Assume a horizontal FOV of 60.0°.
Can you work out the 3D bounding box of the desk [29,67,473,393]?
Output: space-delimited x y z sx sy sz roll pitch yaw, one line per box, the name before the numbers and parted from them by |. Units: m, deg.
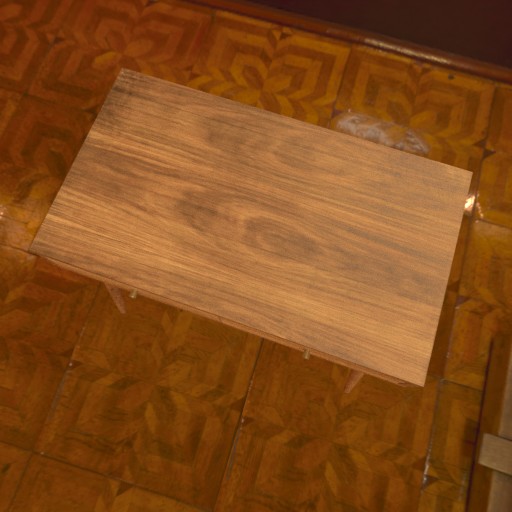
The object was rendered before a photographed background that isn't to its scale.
desk | 0.000 0.000 1.434 0.949 0.758 0.588 18 74 5
